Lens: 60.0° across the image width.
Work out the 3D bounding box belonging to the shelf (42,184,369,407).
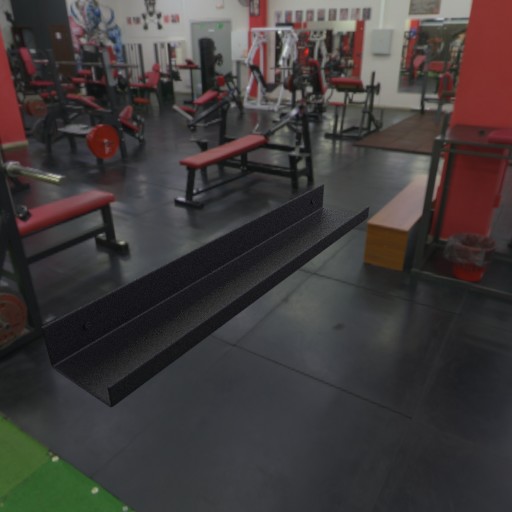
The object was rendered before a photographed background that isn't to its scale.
[{"bbox_3d":[0.000,0.000,0.654,0.102,0.053,0.605,18,31,32],"label":"shelf"}]
